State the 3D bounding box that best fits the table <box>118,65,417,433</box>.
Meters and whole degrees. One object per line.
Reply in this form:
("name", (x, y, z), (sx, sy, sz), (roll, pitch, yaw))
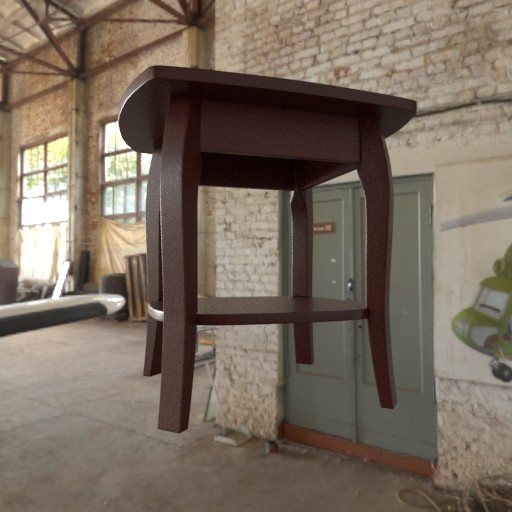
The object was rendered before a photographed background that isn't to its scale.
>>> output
("table", (0.000, 0.000, 0.838), (0.502, 0.496, 0.433), (0, -2, -18))
